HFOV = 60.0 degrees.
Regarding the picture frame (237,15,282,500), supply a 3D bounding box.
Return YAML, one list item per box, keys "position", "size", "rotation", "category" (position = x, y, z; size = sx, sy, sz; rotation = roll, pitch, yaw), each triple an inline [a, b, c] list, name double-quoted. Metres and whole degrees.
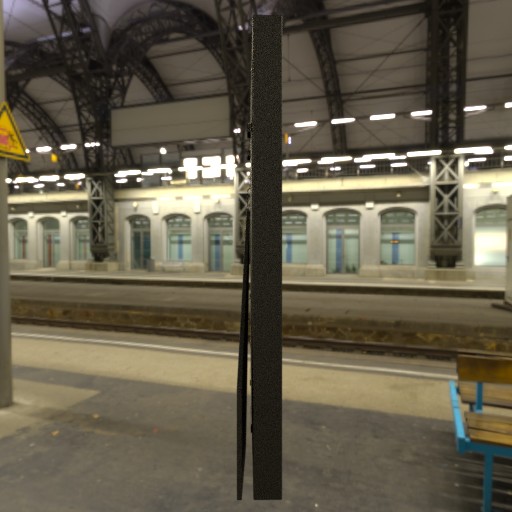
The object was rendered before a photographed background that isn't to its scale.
- position: [0.000, 0.000, 0.502]
  size: [0.036, 0.383, 0.307]
  rotation: [0, 1, -1]
  category: "picture frame"
